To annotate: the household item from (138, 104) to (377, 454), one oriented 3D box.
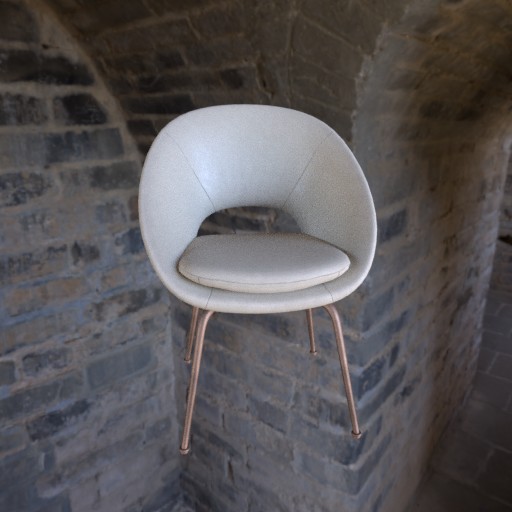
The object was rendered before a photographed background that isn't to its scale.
[{"bbox_3d":[0.000,0.000,1.275,0.623,0.852,0.573,-2,16,-7],"label":"household item"}]
